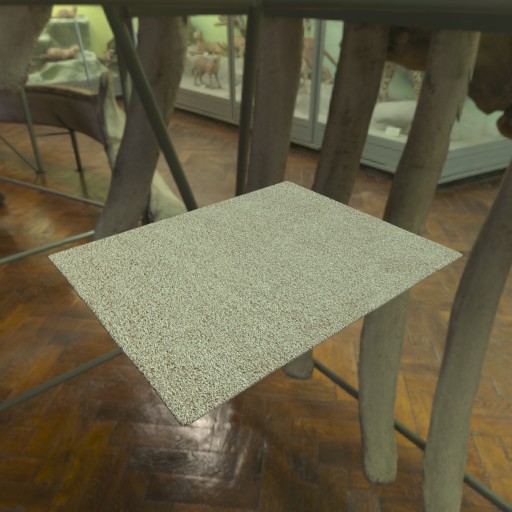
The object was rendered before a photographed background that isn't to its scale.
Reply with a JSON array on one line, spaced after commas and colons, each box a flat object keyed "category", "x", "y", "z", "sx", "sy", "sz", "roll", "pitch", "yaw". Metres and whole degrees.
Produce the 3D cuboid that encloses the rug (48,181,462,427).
[{"category": "rug", "x": 0.000, "y": 0.000, "z": 4.151, "sx": 3.047, "sy": 0.029, "sz": 2.438, "roll": -23, "pitch": 38, "yaw": -33}]
